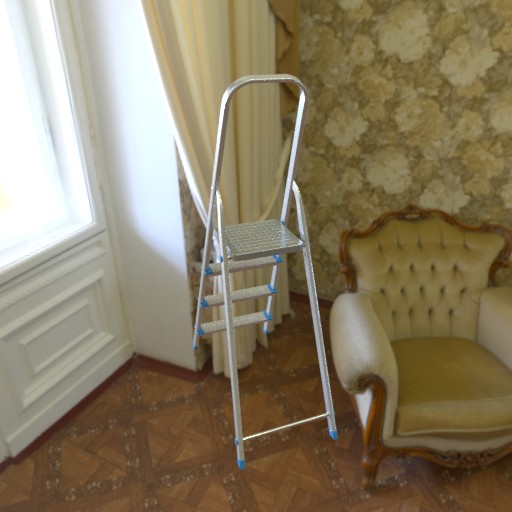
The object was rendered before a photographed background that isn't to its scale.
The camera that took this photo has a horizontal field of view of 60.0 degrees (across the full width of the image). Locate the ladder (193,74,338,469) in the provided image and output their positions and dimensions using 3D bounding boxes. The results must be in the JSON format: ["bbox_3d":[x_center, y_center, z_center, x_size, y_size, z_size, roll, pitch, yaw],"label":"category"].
[{"bbox_3d":[0.000,0.000,1.866,0.445,1.434,0.842,-9,28,-18],"label":"ladder"}]
